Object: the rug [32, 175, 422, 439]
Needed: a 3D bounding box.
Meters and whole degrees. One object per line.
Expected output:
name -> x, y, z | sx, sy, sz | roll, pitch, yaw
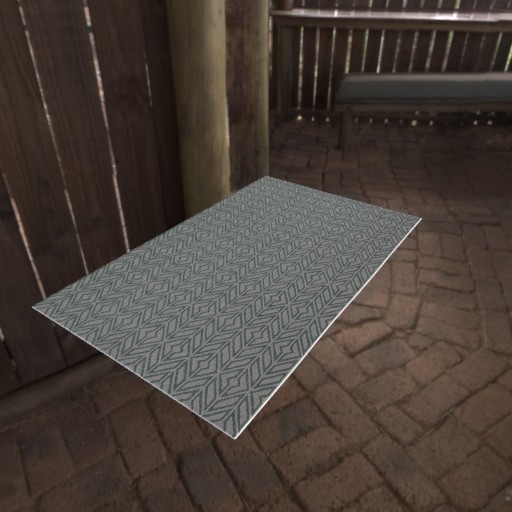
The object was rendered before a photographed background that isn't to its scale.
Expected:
rug -> 0.000, 0.000, 3.077 | 1.517, 0.011, 2.435 | 21, 38, 29
